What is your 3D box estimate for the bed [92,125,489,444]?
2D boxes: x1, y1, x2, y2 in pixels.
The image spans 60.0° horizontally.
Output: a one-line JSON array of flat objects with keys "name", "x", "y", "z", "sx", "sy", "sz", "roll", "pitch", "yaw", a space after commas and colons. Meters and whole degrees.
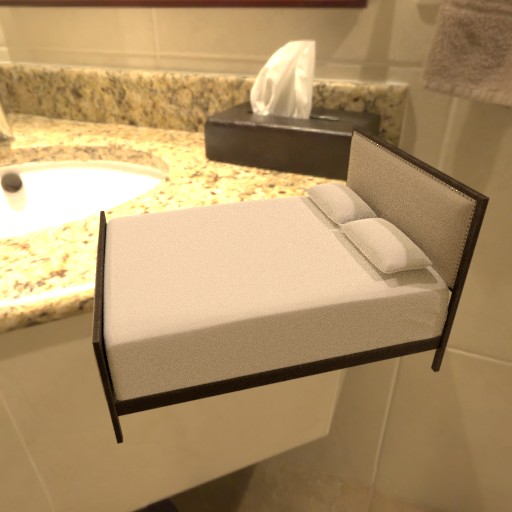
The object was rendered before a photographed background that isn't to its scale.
[{"name": "bed", "x": 0.000, "y": 0.000, "z": 3.181, "sx": 2.221, "sy": 1.313, "sz": 1.607, "roll": -8, "pitch": 32, "yaw": -13}]
